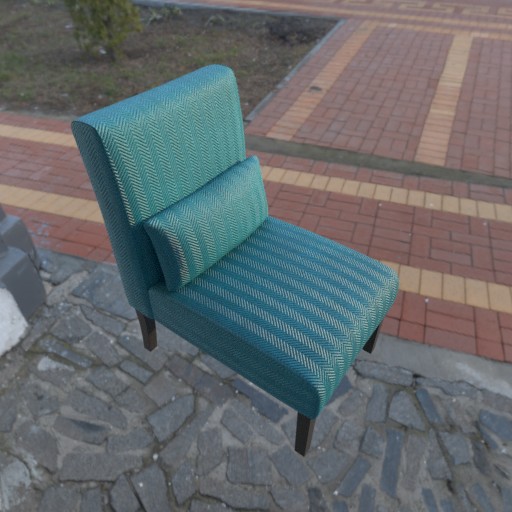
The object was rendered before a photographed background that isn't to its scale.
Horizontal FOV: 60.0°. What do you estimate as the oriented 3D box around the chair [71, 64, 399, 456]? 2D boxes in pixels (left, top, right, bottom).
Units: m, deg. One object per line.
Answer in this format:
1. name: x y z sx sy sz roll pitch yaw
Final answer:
1. chair: 0.000 0.000 1.428 0.808 0.927 0.579 25 47 26
